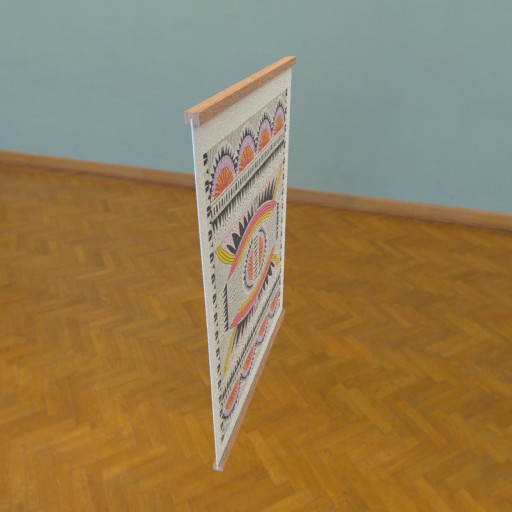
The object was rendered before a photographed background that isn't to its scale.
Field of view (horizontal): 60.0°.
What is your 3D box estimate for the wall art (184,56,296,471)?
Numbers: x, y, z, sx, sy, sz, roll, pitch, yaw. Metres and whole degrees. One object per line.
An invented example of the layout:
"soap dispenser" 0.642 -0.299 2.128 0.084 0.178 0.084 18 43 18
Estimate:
"wall art" 0.000 0.000 1.334 0.028 1.016 0.765 9 32 14
